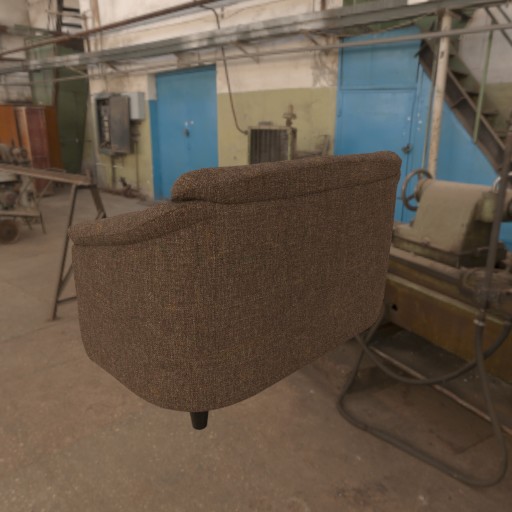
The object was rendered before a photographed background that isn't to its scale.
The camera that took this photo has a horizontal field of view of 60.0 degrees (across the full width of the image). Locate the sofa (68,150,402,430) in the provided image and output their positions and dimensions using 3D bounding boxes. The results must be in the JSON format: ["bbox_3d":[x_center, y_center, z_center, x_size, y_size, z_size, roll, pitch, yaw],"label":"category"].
[{"bbox_3d":[0.000,0.000,1.945,1.404,0.895,0.799,-16,24,-42],"label":"sofa"}]
